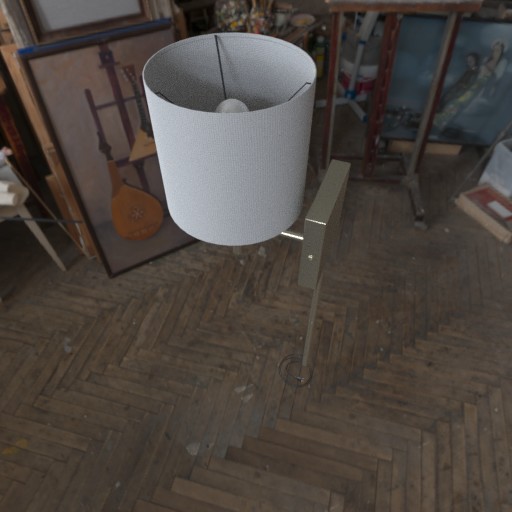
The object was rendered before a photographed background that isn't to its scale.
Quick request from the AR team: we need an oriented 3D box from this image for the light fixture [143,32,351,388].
[{"bbox_3d":[0.000,0.000,0.694,0.248,0.589,0.188,16,50,14],"label":"light fixture"}]
